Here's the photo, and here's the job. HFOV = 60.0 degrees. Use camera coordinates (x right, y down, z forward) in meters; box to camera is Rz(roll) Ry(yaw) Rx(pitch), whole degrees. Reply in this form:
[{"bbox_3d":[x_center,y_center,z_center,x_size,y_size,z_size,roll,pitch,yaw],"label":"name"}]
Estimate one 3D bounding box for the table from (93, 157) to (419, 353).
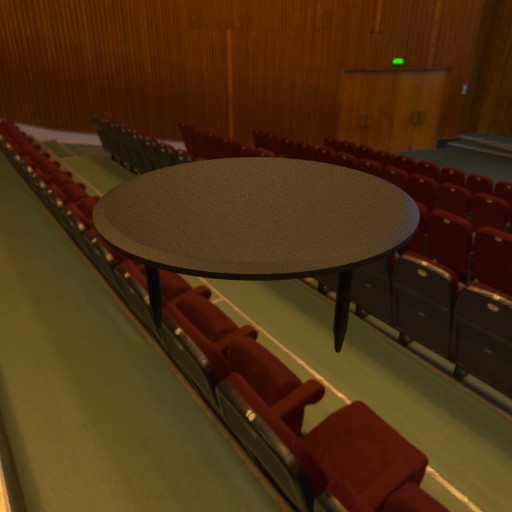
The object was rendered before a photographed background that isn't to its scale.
[{"bbox_3d":[0.000,0.000,1.370,0.900,0.400,0.900,0,27,0],"label":"table"}]
